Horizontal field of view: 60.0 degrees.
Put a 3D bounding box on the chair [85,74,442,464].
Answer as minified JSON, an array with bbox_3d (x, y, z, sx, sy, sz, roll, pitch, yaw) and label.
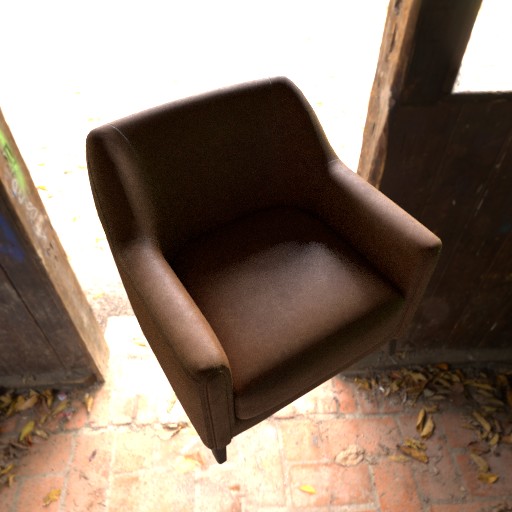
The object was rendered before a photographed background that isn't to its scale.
[{"bbox_3d":[0.000,0.000,1.807,1.037,0.980,1.034,-25,52,-21],"label":"chair"}]
